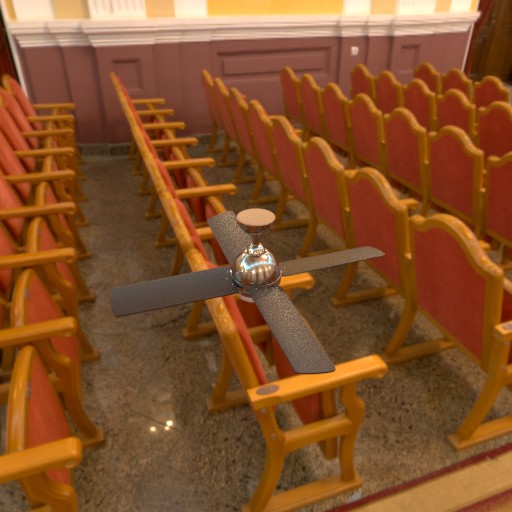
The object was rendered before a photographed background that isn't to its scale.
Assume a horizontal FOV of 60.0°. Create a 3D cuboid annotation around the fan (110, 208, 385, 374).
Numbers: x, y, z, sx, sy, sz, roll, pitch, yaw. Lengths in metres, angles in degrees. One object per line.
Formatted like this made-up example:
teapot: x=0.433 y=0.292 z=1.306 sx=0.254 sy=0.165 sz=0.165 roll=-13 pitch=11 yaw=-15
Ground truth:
fan: x=0.000 y=0.000 z=2.049 sx=1.332 sy=0.403 sz=1.332 roll=-10 pitch=33 yaw=-16
